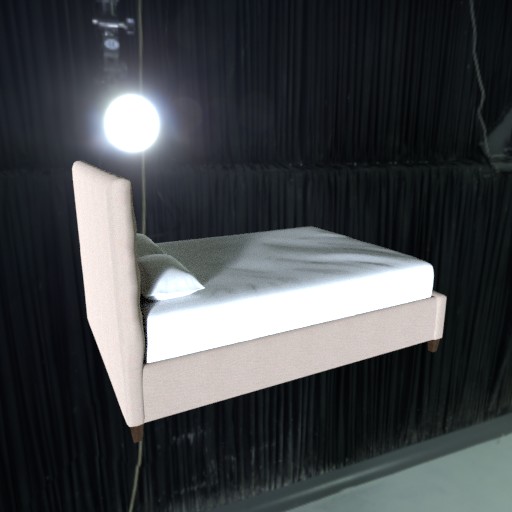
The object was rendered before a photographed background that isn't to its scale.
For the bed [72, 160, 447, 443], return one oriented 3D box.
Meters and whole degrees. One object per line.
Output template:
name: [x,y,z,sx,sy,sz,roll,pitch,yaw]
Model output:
bed: [0.000,0.000,3.442,2.387,1.427,1.698,-8,17,-26]
